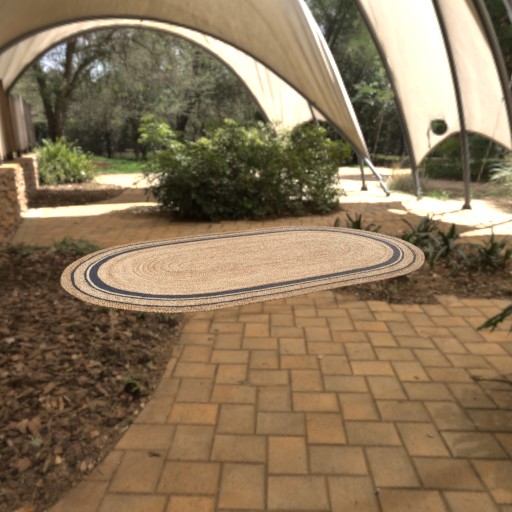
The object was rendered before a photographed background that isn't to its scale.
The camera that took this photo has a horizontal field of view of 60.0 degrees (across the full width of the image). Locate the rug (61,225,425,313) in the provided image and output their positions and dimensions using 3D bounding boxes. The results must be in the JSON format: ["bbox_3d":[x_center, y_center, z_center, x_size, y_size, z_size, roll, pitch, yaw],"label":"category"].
[{"bbox_3d":[0.000,0.000,2.991,2.432,0.006,1.520,-8,18,-25],"label":"rug"}]
